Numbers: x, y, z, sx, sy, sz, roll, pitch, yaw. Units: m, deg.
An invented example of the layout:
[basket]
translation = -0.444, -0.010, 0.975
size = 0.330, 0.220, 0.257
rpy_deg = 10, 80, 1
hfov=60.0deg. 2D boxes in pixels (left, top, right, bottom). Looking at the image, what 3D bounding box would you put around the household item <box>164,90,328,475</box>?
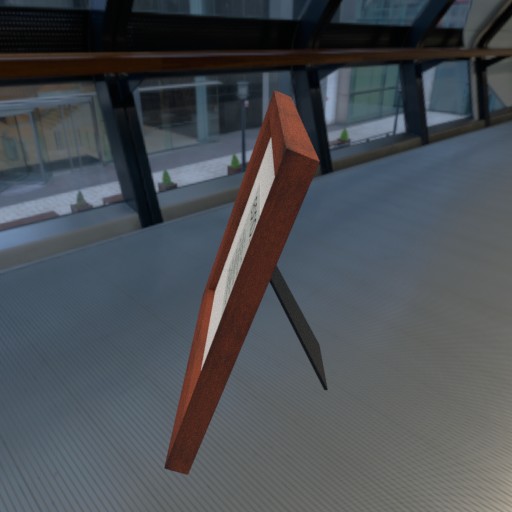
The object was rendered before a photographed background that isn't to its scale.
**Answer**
[household item]
translation = 0.000, 0.000, 0.378
size = 0.131, 0.240, 0.240
rpy_deg = 0, 27, 1
